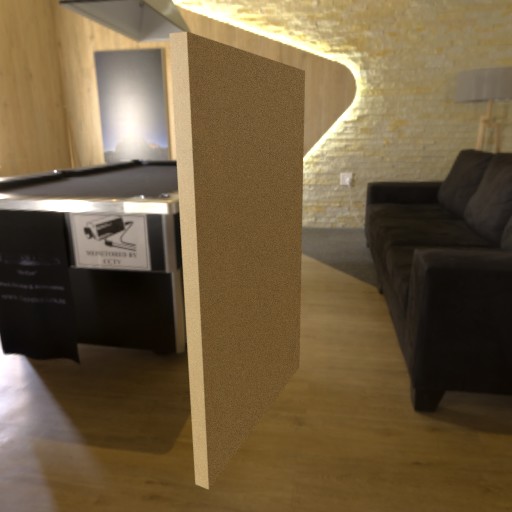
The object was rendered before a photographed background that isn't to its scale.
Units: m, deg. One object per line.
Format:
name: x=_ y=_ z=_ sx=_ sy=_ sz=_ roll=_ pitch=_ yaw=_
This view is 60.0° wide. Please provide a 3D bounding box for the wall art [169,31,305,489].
wall art: x=0.000 y=0.000 z=0.977 sx=0.039 sy=0.810 sz=0.510 roll=8 pitch=18 yaw=25
